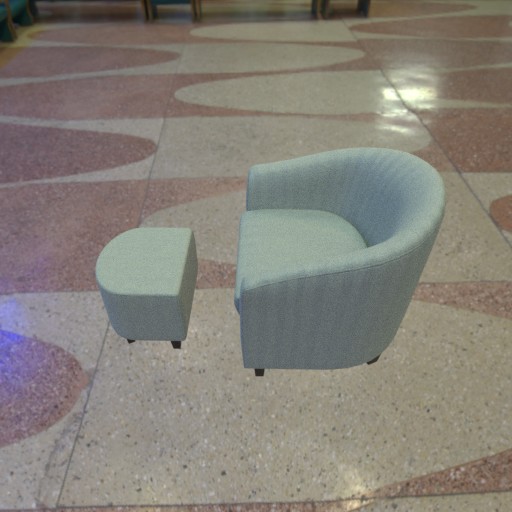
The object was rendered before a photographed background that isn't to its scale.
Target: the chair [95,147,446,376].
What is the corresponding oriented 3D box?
[{"bbox_3d":[0.000,0.000,1.776,1.288,0.757,0.756,1,41,1],"label":"chair"}]
